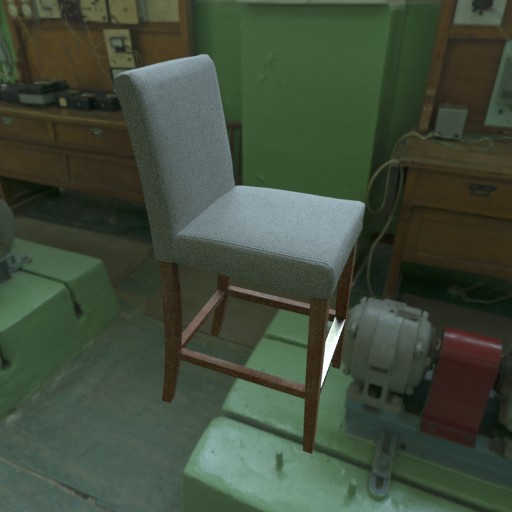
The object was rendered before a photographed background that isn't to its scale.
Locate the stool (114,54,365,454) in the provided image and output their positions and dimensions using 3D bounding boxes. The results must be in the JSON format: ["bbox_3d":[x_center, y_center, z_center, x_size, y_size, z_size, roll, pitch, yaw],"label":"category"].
[{"bbox_3d":[0.000,0.000,1.368,0.570,1.088,0.439,11,32,19],"label":"stool"}]
